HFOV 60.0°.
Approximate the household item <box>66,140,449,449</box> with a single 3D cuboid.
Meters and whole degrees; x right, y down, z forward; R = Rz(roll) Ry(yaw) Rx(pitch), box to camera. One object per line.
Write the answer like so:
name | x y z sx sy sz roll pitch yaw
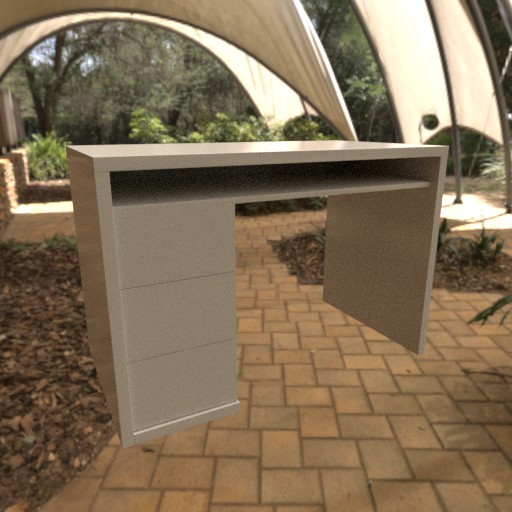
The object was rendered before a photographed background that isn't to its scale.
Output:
household item | 0.000 0.000 1.552 1.100 0.749 0.597 -8 18 -26
